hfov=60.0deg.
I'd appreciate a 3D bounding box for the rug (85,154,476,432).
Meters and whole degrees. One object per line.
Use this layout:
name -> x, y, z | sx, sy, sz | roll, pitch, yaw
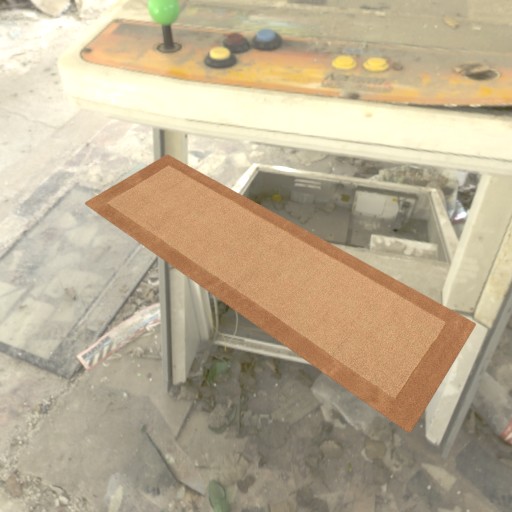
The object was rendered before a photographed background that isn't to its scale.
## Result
rug -> 0.000, 0.000, 2.702 | 2.439, 0.017, 0.764 | 32, 54, 26
